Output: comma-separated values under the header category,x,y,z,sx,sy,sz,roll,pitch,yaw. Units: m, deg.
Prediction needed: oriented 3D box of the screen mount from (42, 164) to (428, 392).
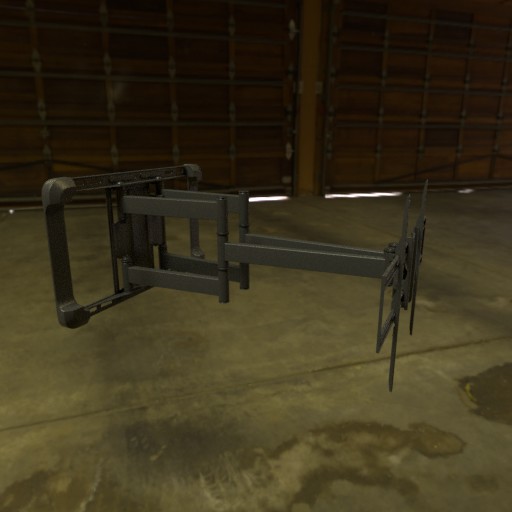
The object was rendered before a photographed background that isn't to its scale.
category,x,y,z,sx,sy,sz,roll,pitch,yaw
screen mount,0.000,0.000,1.343,0.905,0.483,0.725,8,17,25
